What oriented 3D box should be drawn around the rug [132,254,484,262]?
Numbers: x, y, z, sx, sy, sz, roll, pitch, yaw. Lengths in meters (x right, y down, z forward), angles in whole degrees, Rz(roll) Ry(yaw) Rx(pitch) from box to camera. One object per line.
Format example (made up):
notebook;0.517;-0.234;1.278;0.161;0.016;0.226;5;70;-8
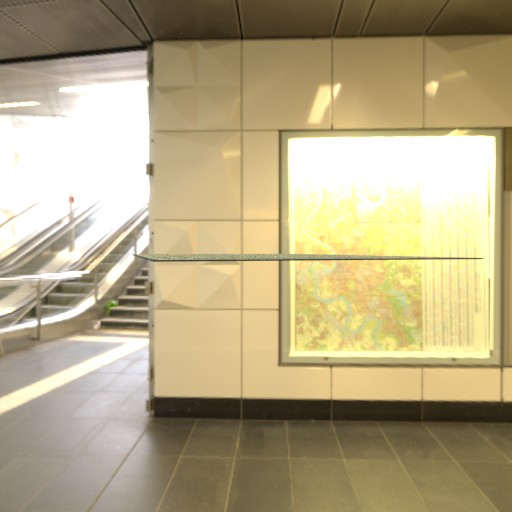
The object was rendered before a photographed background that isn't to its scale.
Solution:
rug;0.000;0.000;2.333;1.200;0.005;1.819;0;1;-17
